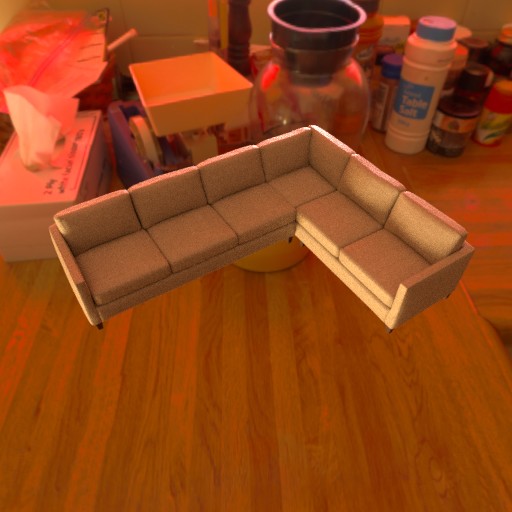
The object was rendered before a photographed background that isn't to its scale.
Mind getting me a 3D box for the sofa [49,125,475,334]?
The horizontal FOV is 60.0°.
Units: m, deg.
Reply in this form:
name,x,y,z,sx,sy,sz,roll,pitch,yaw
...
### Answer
name,x,y,z,sx,sy,sz,roll,pitch,yaw
sofa,0.000,0.000,4.410,3.333,0.934,2.522,-24,51,-22
